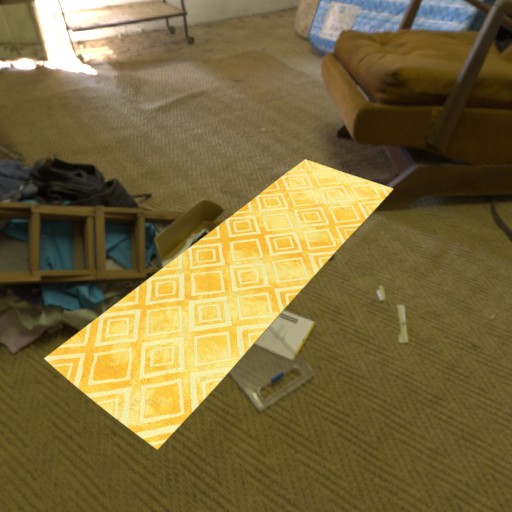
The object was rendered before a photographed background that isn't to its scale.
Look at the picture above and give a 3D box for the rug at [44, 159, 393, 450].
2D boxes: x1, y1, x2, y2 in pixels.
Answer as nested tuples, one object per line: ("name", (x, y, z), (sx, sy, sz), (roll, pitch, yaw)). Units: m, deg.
("rug", (0.000, 0.000, 2.702), (0.775, 0.010, 2.438), (25, 46, 26))
